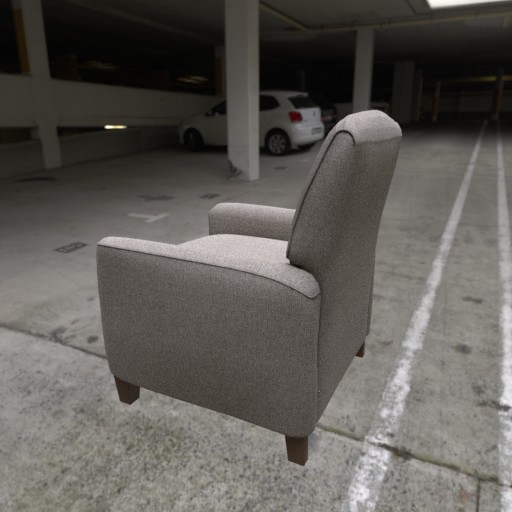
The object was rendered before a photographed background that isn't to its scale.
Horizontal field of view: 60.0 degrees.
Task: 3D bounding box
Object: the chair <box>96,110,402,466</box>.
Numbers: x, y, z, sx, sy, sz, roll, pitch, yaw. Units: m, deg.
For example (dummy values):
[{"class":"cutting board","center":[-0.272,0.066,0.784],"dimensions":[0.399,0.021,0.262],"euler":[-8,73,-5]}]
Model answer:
[{"class":"chair","center":[0.000,0.000,1.636],"dimensions":[0.864,1.014,0.848],"euler":[8,19,26]}]
